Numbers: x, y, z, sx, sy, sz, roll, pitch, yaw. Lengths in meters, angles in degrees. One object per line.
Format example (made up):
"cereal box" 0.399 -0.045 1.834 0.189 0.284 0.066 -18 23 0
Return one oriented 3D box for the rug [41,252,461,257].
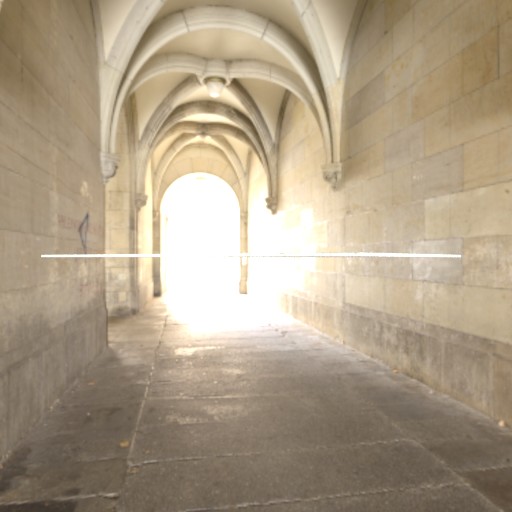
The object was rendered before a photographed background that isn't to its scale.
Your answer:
"rug" 0.000 0.000 4.096 3.039 0.019 2.420 0 0 36
